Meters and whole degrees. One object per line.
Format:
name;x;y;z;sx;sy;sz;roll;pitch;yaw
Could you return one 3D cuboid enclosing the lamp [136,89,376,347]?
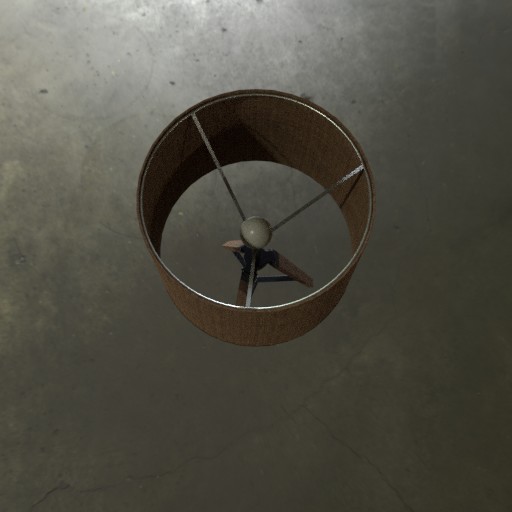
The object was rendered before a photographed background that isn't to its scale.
lamp;0.000;0.000;0.708;0.290;0.514;0.290;0;75;0
